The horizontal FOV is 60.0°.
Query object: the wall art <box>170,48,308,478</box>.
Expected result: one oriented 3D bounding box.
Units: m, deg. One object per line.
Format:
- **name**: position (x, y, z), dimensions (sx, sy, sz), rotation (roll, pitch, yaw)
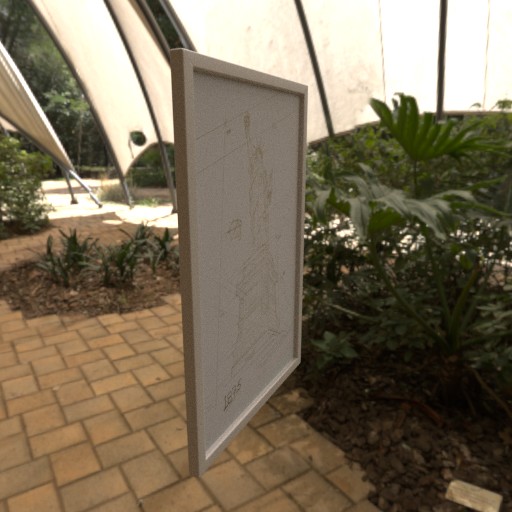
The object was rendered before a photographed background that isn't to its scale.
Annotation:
- **wall art**: position (0.000, 0.000, 1.049), dimensions (0.026, 0.813, 0.556), rotation (7, 16, 27)
